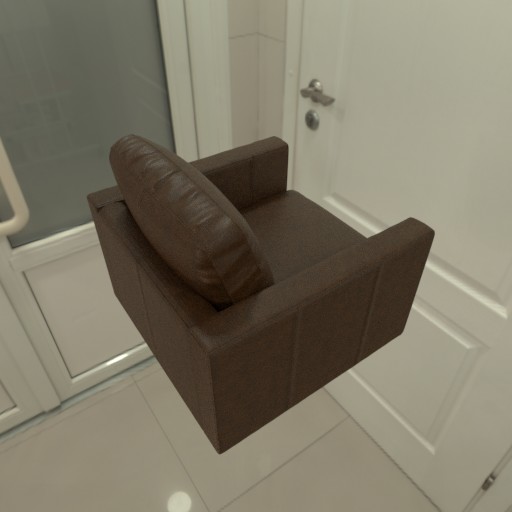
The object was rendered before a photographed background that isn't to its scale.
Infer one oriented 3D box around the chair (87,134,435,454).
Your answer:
[{"bbox_3d":[0.000,0.000,1.683,0.909,0.956,0.890,-24,46,-26],"label":"chair"}]
